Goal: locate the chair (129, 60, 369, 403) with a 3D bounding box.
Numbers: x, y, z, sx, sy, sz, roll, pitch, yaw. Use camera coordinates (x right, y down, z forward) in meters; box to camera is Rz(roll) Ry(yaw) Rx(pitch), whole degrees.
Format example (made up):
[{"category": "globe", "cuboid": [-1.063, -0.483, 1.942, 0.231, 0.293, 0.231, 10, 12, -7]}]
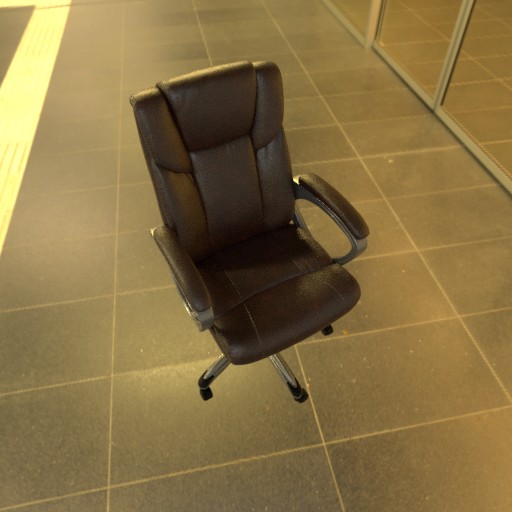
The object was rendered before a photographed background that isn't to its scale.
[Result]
[{"category": "chair", "cuboid": [0.000, 0.000, 1.591, 0.656, 1.128, 0.692, -23, 51, -21]}]
